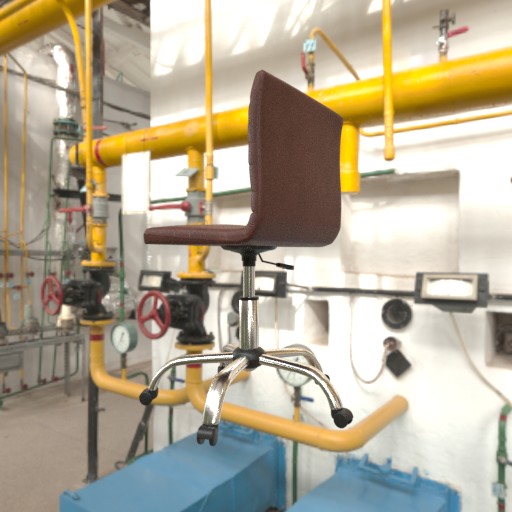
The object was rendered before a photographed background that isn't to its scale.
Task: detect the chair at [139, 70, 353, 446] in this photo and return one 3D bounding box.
[{"bbox_3d":[0.000,0.000,1.160,0.530,0.780,0.556,0,0,36],"label":"chair"}]
